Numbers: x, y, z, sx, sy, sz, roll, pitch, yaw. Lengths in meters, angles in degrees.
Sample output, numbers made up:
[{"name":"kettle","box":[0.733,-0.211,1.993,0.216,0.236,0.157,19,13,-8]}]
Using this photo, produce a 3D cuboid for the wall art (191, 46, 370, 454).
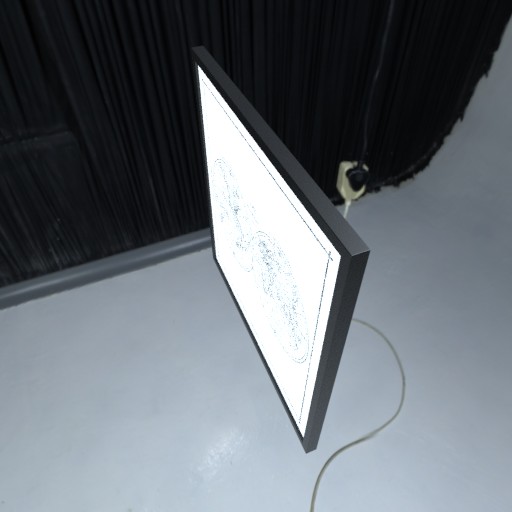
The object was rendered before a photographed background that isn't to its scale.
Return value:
[{"name":"wall art","box":[0.000,0.000,1.151,0.031,0.775,0.773,-17,49,-15]}]
